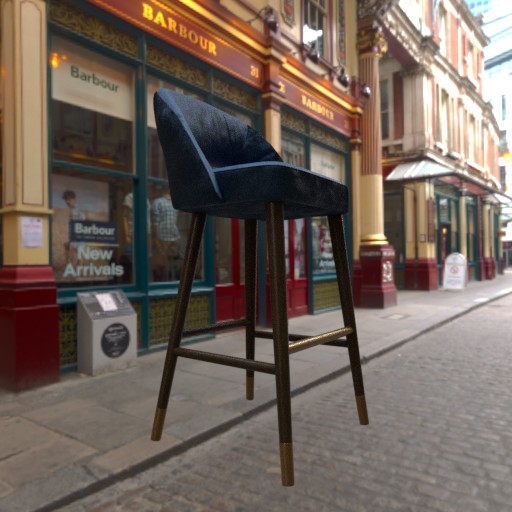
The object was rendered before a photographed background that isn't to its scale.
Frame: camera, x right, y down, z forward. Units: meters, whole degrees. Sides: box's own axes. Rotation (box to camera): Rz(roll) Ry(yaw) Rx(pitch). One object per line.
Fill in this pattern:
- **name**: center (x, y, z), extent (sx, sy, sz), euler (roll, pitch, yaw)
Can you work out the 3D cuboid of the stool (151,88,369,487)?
- **stool**: center (0.000, 0.000, 1.302), extent (0.515, 1.016, 0.514), euler (-1, -1, 35)
